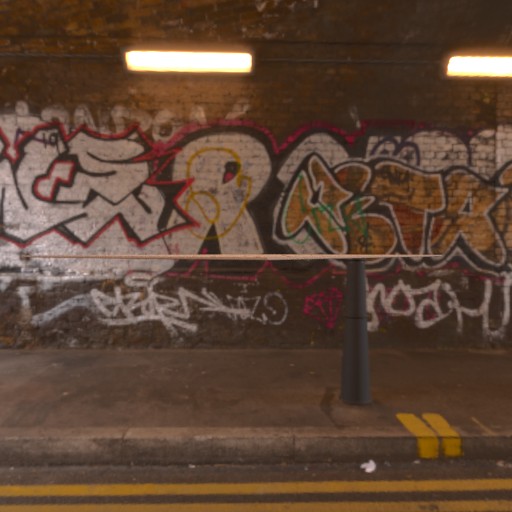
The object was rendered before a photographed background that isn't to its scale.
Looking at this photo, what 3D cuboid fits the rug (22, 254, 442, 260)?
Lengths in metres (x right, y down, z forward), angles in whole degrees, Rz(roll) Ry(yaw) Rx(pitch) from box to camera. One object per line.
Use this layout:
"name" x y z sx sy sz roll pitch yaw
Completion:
"rug" 0.000 0.000 4.046 2.446 0.015 3.046 0 1 37
